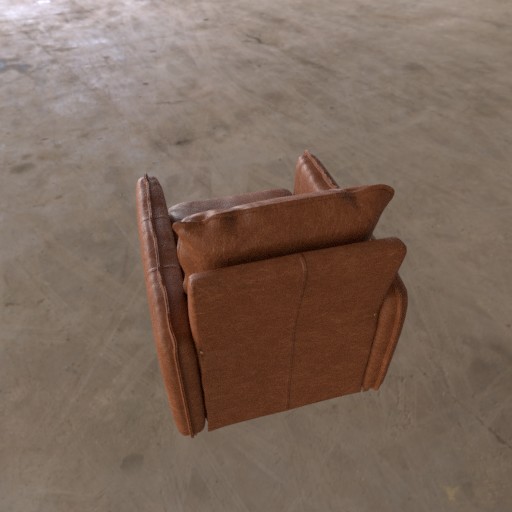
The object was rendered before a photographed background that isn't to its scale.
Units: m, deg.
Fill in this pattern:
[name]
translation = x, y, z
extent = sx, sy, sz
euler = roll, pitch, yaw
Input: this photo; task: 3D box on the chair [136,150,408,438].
[chair]
translation = 0.000, 0.000, 1.651
extent = 0.830, 0.922, 0.922
euler = -10, 43, -11
